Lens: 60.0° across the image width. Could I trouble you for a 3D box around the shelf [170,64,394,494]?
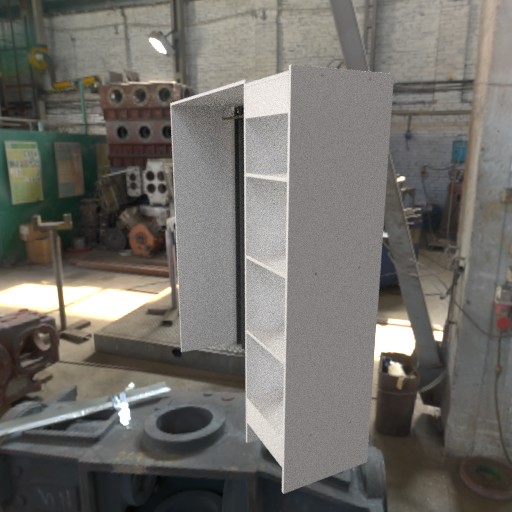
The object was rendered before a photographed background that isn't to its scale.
[{"bbox_3d":[0.000,0.000,2.593,0.500,1.810,1.600,-7,15,-25],"label":"shelf"}]
